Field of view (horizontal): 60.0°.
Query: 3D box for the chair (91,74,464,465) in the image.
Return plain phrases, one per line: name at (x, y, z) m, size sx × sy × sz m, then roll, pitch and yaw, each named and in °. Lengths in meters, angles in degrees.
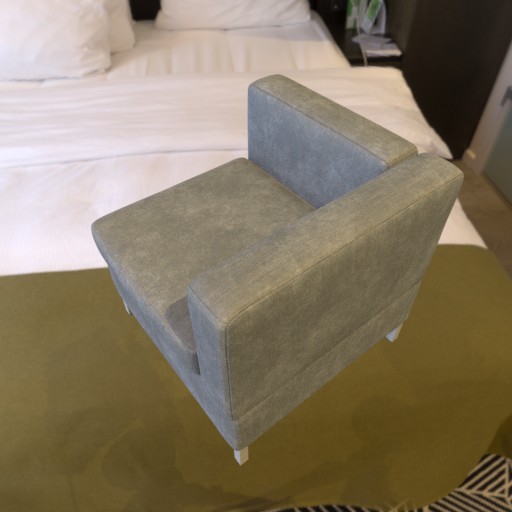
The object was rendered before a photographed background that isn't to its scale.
chair at (0.000, 0.000, 1.217) m, size 0.680 × 0.660 × 0.680 m, roll -30°, pitch 53°, yaw -26°
